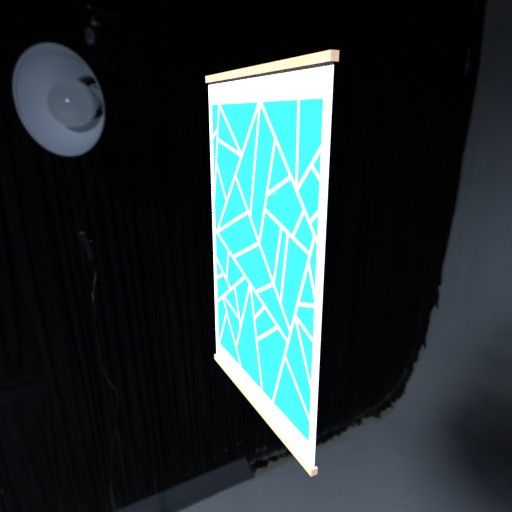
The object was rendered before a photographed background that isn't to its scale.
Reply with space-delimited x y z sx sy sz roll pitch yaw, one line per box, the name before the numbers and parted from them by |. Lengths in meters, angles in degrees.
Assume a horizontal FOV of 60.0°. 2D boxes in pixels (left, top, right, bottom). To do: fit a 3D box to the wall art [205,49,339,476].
wall art | 0.000 0.000 1.923 0.030 1.519 0.990 -9 20 -26
